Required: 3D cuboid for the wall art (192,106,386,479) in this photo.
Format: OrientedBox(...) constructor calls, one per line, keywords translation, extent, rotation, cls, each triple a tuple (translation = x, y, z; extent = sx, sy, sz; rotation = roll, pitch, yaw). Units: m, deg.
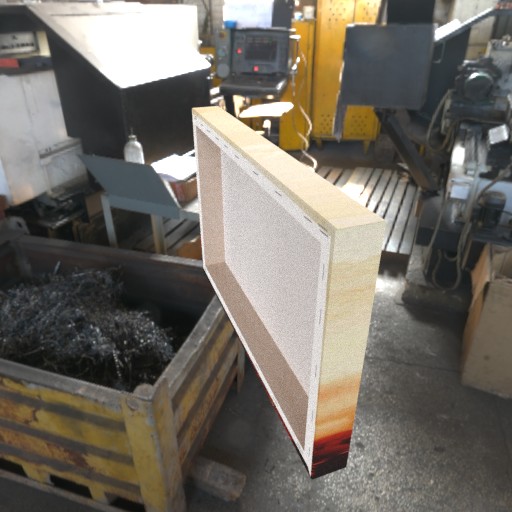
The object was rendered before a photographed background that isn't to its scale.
OrientedBox(translation=(0.000, 0.000, 0.496), extent=(0.037, 0.251, 0.383), rotation=(-11, 32, -18), cls="wall art")
